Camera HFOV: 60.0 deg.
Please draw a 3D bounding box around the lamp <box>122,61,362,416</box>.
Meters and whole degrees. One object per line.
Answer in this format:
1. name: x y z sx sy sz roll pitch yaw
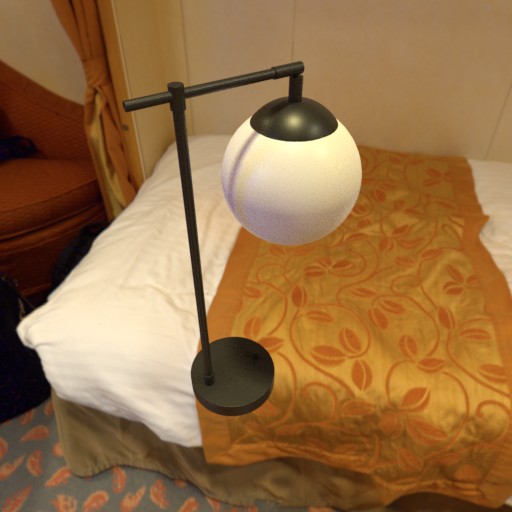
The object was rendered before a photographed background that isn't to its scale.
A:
1. lamp: 0.000 0.000 0.682 0.316 0.559 0.197 -23 45 -25
